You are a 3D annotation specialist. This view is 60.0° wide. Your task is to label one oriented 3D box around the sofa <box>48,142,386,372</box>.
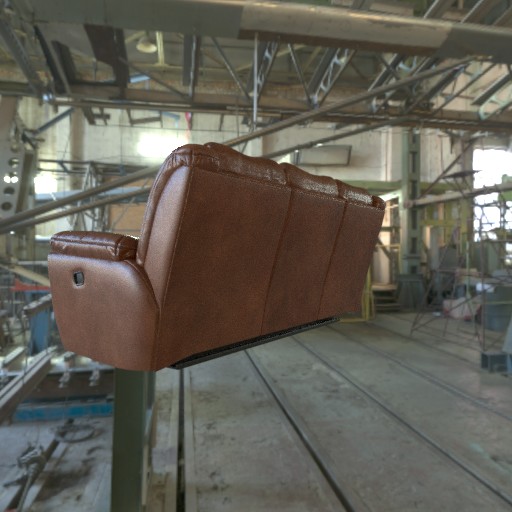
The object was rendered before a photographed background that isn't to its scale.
[{"bbox_3d":[0.000,0.000,2.877,0.991,1.043,2.337,0,1,35],"label":"sofa"}]
